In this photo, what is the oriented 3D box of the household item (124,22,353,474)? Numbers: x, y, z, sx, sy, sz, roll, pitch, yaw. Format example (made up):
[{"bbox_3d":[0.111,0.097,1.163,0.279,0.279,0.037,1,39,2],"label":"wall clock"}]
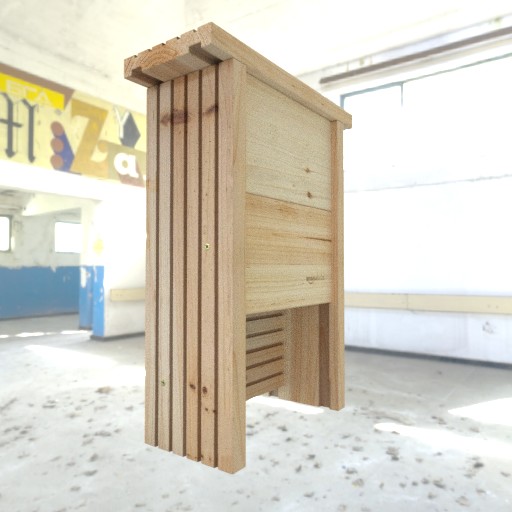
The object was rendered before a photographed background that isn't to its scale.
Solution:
[{"bbox_3d":[0.000,0.000,0.543,0.123,0.407,0.301,-1,-2,36],"label":"household item"}]
